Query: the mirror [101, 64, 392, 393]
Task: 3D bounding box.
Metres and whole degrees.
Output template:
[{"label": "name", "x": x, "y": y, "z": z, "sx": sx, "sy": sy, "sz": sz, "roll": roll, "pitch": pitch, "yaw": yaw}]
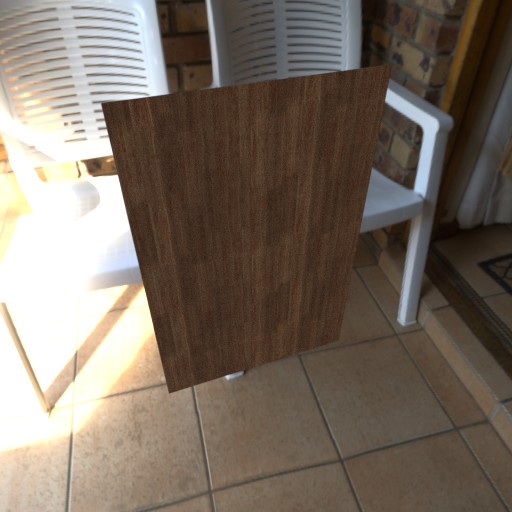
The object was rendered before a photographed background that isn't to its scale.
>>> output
[{"label": "mirror", "x": 0.000, "y": 0.000, "z": 1.281, "sx": 0.651, "sy": 1.010, "sz": 0.047, "roll": -14, "pitch": 43, "yaw": -15}]
